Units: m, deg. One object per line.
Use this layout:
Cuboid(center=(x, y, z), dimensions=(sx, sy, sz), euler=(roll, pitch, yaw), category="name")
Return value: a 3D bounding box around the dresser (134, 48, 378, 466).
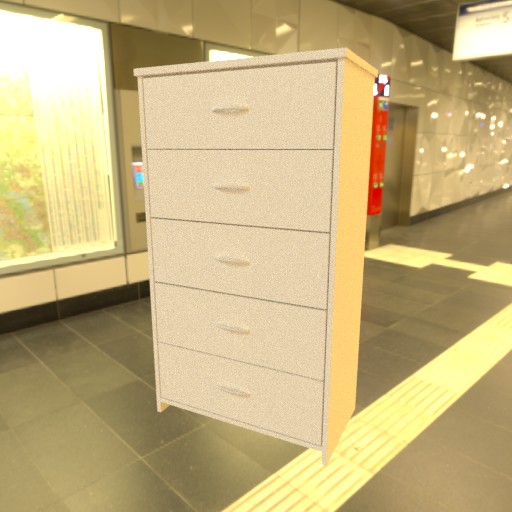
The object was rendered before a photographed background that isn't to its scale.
Cuboid(center=(0.000, 0.000, 1.596), dimensions=(0.704, 1.255, 0.399), euler=(7, 15, 26), category="dresser")
